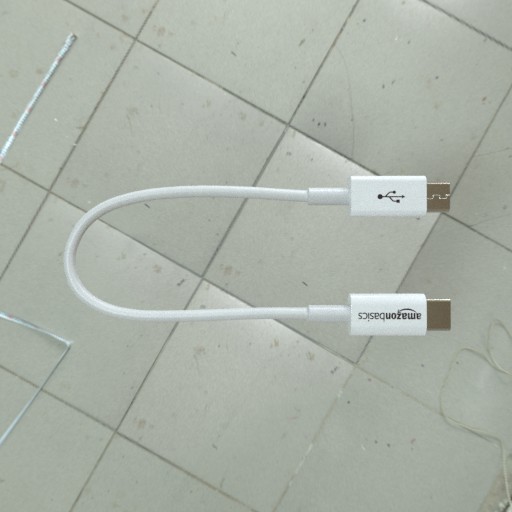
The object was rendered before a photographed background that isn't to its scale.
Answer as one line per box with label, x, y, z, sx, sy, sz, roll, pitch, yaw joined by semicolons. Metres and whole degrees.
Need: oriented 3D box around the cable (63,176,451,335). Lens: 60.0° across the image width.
cable;0.000;0.000;0.113;0.098;0.006;0.040;0;89;0
